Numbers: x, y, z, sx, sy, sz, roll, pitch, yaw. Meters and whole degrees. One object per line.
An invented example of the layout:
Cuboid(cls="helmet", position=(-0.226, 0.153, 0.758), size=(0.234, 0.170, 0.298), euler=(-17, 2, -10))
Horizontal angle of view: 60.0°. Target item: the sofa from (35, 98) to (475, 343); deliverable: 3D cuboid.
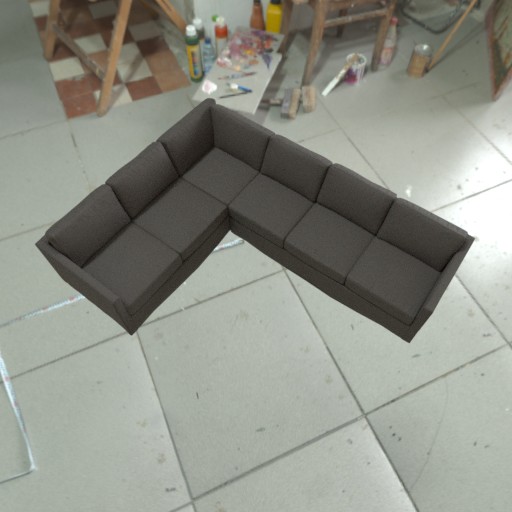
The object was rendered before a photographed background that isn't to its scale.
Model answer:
Cuboid(cls="sofa", position=(0.000, 0.000, 4.202), size=(3.182, 0.871, 2.432), euler=(32, 64, 18))
